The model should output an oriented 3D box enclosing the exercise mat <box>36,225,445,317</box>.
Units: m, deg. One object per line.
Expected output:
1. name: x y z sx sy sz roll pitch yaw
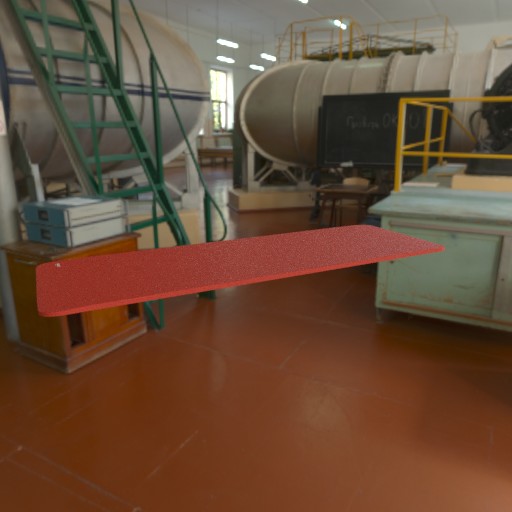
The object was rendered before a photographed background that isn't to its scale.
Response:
1. exercise mat: 0.000 0.000 2.085 1.869 0.021 0.616 -8 18 -26
